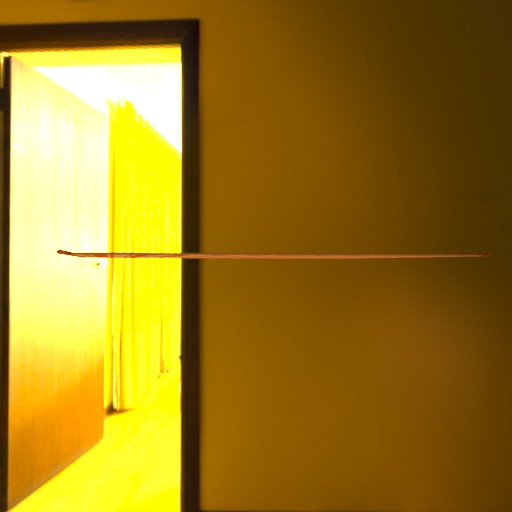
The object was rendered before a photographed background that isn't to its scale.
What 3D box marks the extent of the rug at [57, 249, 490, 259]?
[{"bbox_3d":[0.000,0.000,4.382,3.369,0.035,2.451,0,-1,-17],"label":"rug"}]
